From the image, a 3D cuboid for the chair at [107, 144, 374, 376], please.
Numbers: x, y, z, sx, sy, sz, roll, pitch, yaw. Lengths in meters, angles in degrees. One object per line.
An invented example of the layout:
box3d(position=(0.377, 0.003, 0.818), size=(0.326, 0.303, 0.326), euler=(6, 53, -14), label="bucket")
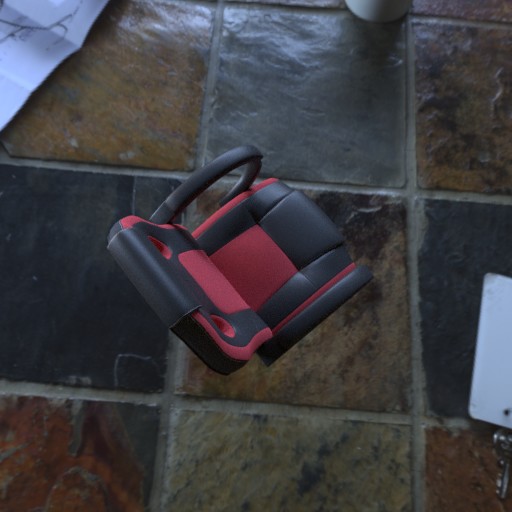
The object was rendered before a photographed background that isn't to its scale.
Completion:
box3d(position=(0.000, 0.000, 1.621), size=(0.724, 1.187, 0.673), euler=(-39, 78, -10), label="chair")
